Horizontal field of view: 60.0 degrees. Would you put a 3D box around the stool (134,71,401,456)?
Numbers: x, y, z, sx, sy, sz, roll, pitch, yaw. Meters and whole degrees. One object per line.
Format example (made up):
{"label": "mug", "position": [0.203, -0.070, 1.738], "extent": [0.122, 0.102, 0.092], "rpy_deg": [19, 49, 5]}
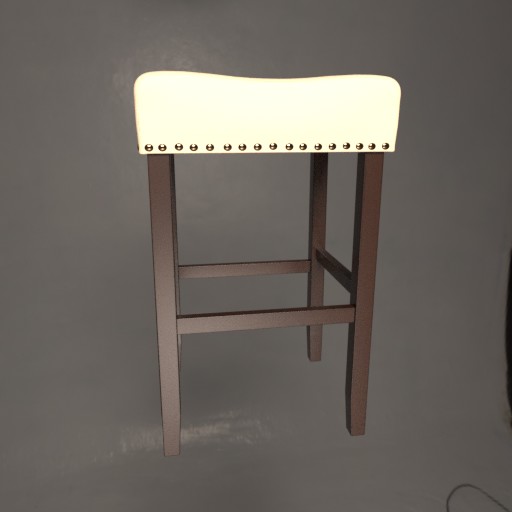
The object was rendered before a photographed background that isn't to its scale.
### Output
{"label": "stool", "position": [0.000, 0.000, 1.040], "extent": [0.471, 0.762, 0.401], "rpy_deg": [-3, 16, -9]}
